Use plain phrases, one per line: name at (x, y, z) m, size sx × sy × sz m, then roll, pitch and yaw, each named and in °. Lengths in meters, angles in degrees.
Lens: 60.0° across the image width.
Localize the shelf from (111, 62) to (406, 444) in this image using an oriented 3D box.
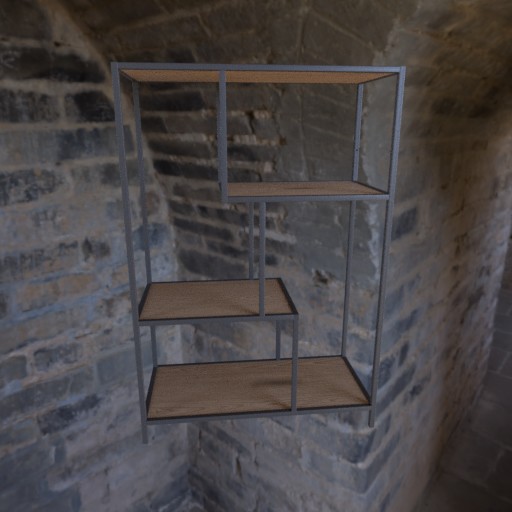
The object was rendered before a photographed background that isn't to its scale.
shelf at (0.000, 0.000, 1.475) m, size 0.770 × 1.138 × 0.350 m, roll -2°, pitch 16°, yaw -6°
